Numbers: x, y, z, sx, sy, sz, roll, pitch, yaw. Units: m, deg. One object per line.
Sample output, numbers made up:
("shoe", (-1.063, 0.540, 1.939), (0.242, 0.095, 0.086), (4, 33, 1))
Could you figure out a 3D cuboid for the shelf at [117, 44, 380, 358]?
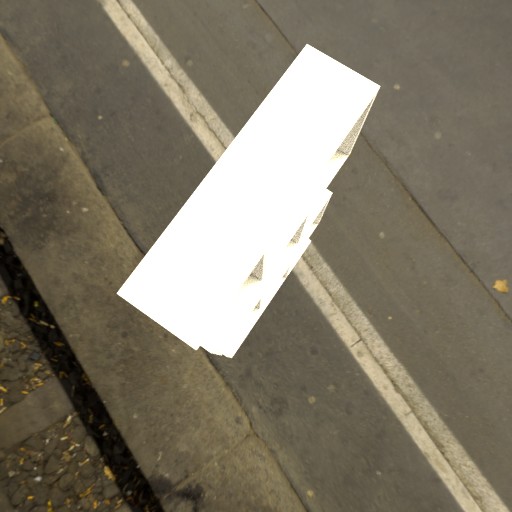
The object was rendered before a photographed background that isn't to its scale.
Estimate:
("shelf", (0.000, 0.000, 1.994), (0.250, 1.650, 0.890), (34, 79, 8))
